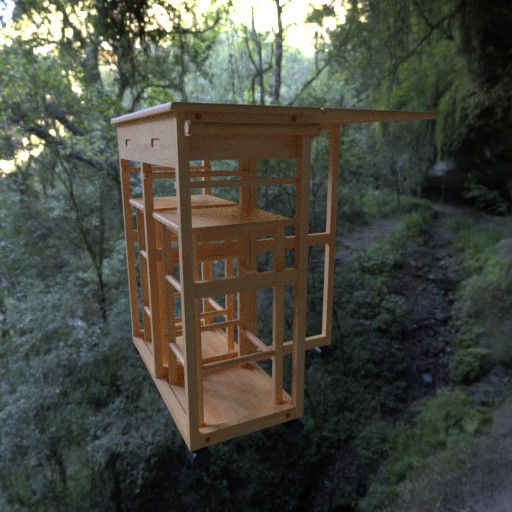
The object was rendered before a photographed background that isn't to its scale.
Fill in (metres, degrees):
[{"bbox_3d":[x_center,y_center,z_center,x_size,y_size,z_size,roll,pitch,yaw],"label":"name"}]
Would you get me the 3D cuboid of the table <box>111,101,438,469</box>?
[{"bbox_3d":[0.000,0.000,1.375,0.693,0.832,0.752,-7,16,-25],"label":"table"}]
